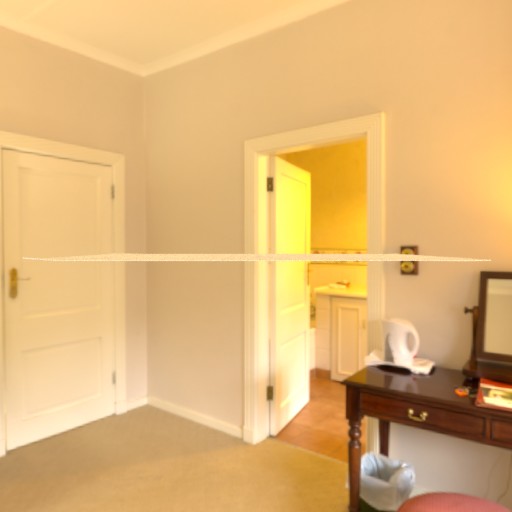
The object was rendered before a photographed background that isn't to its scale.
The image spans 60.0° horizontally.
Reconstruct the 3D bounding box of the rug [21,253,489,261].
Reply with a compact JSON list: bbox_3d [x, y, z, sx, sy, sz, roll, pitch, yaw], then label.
[{"bbox_3d":[0.000,0.000,3.038,2.434,0.023,1.518,0,1,0],"label":"rug"}]
